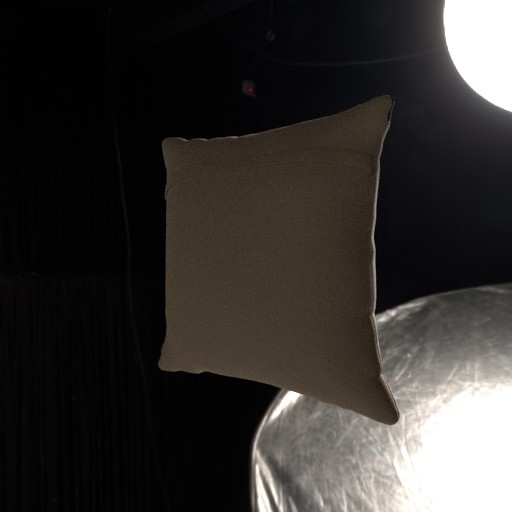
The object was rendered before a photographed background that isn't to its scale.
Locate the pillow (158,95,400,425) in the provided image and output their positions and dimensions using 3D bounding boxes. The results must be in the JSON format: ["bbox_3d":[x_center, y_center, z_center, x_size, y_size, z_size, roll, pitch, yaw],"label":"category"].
[{"bbox_3d":[0.000,0.000,0.820,0.536,0.506,0.229,1,1,37],"label":"pillow"}]
